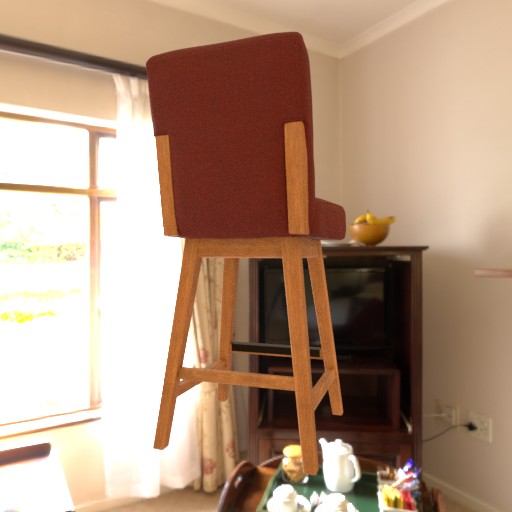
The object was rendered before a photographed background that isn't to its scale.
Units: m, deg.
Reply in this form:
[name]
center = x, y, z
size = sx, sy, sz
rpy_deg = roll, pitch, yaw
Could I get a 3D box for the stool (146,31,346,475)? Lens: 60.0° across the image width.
[stool]
center = 0.000, 0.000, 1.314
size = 0.468, 1.038, 0.562
rpy_deg = 0, 0, 19
